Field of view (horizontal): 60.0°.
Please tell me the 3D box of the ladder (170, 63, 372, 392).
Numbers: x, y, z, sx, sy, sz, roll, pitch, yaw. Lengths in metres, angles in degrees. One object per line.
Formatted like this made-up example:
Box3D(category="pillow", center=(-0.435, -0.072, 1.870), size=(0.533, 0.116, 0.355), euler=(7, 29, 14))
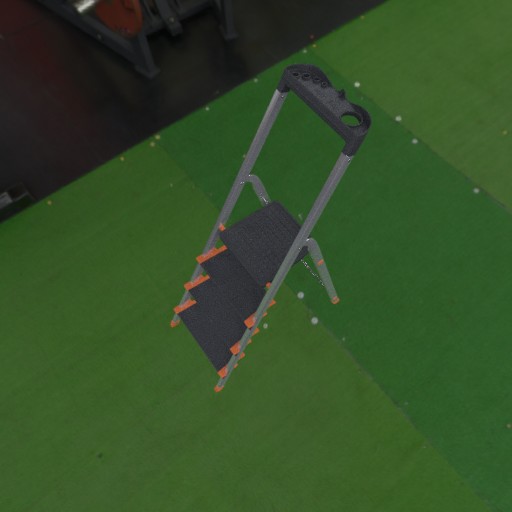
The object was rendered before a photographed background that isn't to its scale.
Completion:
Box3D(category="ladder", center=(0.000, 0.000, 1.804), size=(0.834, 1.429, 0.452), euler=(-34, 69, -15))
